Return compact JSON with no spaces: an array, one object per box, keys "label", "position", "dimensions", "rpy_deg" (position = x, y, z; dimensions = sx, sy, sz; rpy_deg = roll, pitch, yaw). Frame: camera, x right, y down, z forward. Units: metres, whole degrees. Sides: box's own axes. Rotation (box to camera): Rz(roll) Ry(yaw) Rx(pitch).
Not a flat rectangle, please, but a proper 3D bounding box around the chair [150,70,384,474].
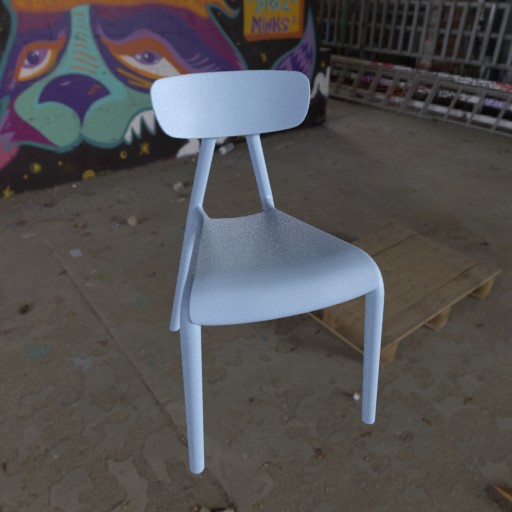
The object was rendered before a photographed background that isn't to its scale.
[{"label":"chair","position":[0.000,0.000,0.812],"dimensions":[0.356,0.580,0.401],"rpy_deg":[-9,33,-15]}]
